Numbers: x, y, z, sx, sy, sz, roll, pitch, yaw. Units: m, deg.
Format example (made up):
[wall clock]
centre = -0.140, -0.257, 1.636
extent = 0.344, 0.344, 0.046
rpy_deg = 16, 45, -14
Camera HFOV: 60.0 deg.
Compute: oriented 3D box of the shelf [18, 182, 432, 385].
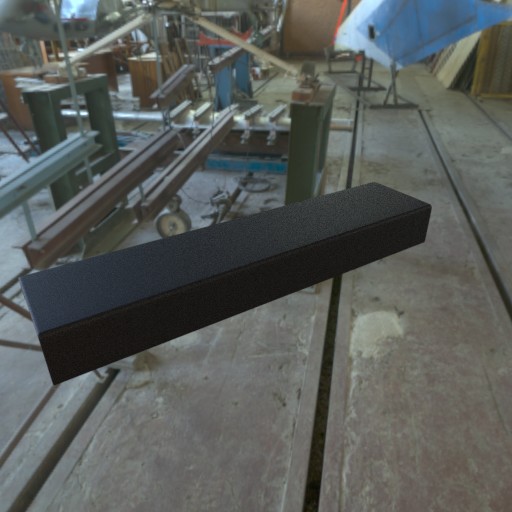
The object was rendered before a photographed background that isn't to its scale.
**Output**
[shelf]
centre = 0.000, 0.000, 0.490
extent = 0.456, 0.053, 0.102
rpy_deg = -18, 34, -28
